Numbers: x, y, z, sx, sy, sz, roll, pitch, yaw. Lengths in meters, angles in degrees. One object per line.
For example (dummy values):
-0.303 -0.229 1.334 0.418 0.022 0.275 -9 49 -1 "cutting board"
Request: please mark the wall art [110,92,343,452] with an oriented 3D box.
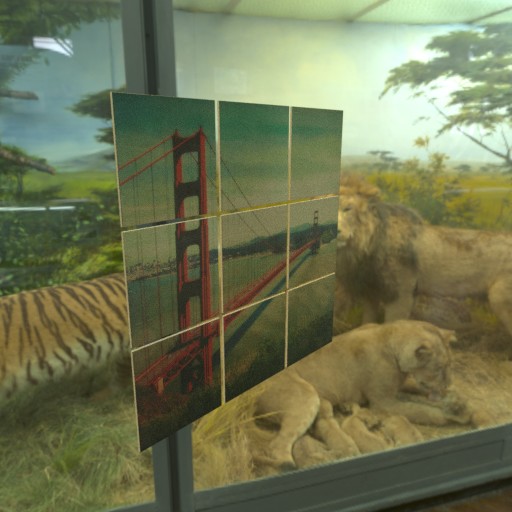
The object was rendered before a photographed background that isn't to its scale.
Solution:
0.000 0.000 2.312 0.014 1.507 1.519 13 20 41 "wall art"
